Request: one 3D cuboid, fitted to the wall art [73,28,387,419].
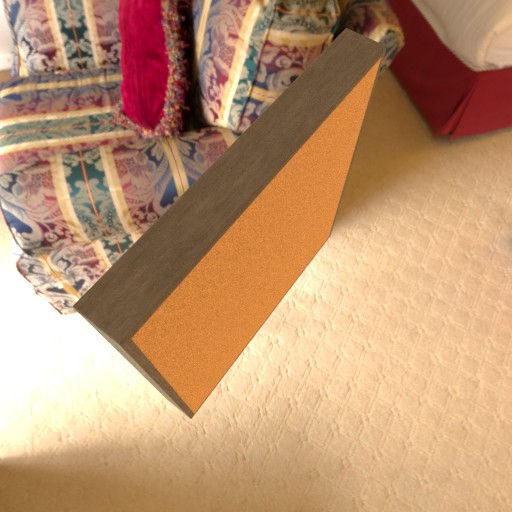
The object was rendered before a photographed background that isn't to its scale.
[{"bbox_3d":[0.000,0.000,0.437,0.038,0.302,0.303,33,67,16],"label":"wall art"}]
